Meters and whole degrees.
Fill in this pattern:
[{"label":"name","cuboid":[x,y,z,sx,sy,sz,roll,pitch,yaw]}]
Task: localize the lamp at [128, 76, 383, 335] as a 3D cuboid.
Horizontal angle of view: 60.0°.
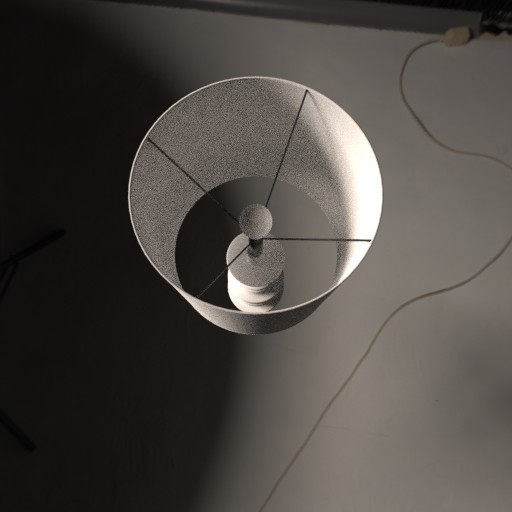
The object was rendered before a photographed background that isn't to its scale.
[{"label":"lamp","cuboid":[0.000,0.000,0.583,0.208,0.455,0.208,6,76,2]}]
